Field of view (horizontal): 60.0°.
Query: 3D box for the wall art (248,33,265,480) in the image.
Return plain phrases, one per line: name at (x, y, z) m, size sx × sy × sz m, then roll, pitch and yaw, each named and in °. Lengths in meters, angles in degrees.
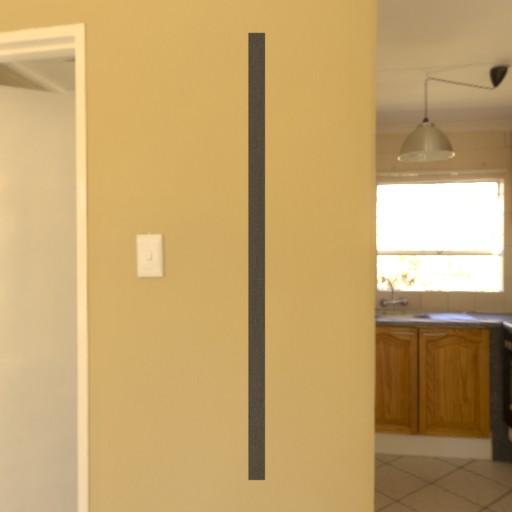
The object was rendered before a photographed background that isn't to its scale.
wall art at (0.000, 0.000, 1.514) m, size 0.038 × 1.016 × 1.016 m, roll 0°, pitch 0°, yaw 0°
